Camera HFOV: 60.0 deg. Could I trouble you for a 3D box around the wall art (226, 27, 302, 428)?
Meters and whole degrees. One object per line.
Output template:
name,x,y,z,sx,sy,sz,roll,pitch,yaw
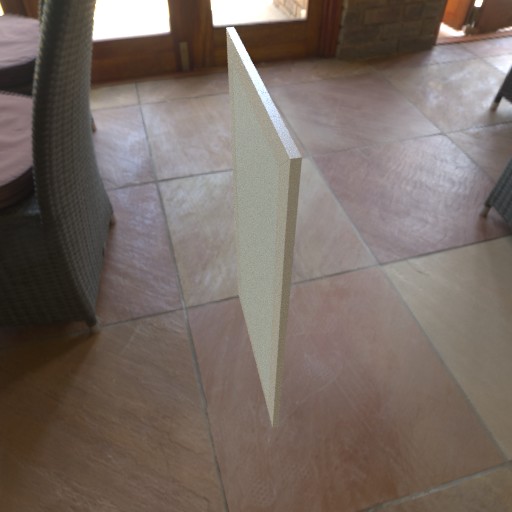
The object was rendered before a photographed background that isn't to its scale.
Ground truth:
wall art,0.000,0.000,0.836,0.013,0.683,0.380,-9,47,-9
